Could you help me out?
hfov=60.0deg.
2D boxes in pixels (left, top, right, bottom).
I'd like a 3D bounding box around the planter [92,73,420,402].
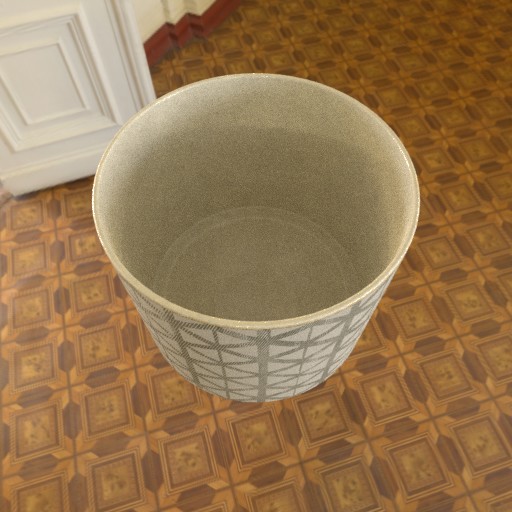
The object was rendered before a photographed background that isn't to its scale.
[{"bbox_3d":[0.000,0.000,0.445,0.250,0.239,0.250,0,59,0],"label":"planter"}]
